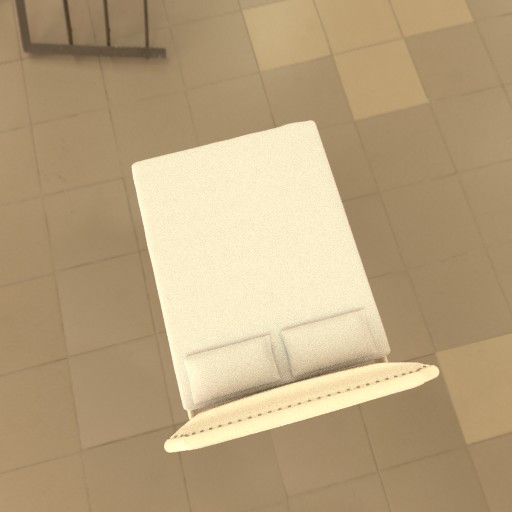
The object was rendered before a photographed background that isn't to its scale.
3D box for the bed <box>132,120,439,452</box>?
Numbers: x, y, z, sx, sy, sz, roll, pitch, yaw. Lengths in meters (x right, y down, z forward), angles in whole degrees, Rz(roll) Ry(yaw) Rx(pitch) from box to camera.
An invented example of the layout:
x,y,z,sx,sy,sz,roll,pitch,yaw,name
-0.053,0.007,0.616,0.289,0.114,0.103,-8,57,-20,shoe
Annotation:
x,y,z,sx,sy,sz,roll,pitch,yaw,name
0.000,0.000,3.499,1.712,1.497,2.372,-15,77,-4,bed
